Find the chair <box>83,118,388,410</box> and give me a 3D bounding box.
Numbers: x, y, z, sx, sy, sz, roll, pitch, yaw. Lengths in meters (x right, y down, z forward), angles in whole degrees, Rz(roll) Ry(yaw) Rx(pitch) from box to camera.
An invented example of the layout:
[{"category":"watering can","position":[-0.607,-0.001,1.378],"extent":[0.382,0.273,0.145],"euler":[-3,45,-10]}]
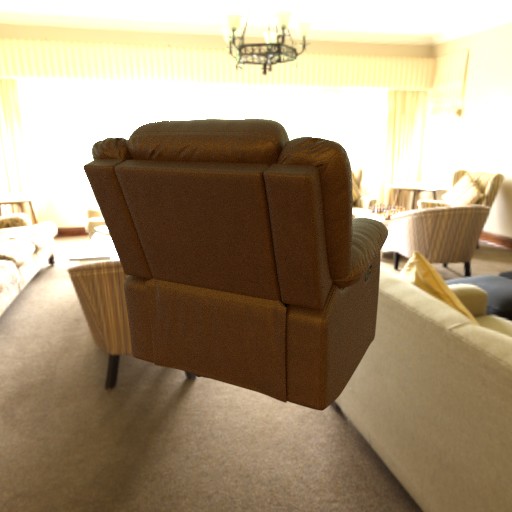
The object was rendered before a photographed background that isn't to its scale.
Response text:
[{"category":"chair","position":[0.000,0.000,1.738],"extent":[0.899,1.009,0.934],"euler":[8,17,26]}]
